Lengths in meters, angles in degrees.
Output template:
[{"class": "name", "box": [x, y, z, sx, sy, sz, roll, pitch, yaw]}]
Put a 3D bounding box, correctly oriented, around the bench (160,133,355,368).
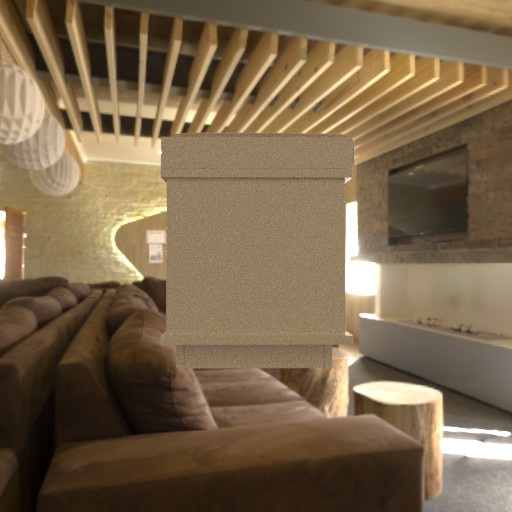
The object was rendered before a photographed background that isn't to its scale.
[{"class": "bench", "box": [0.000, 0.000, 1.406, 0.363, 0.453, 1.196, 0, -1, -1]}]
